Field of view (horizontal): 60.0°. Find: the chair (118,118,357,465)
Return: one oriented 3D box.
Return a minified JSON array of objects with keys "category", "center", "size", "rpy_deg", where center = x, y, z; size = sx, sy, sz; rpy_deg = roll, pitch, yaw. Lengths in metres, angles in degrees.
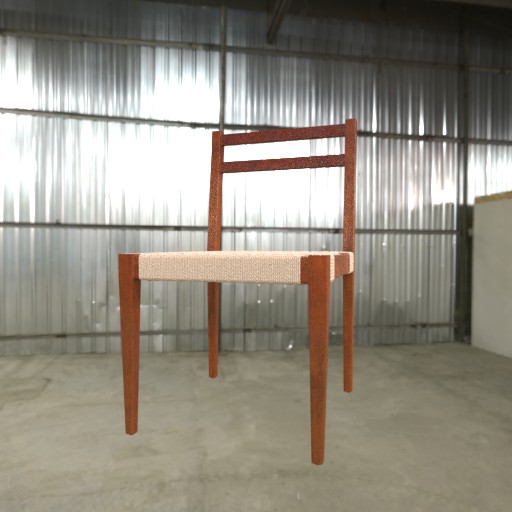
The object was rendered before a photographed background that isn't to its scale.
[{"category":"chair","center":[0.000,0.000,1.234],"size":[0.495,0.851,0.569],"rpy_deg":[0,1,19]}]
